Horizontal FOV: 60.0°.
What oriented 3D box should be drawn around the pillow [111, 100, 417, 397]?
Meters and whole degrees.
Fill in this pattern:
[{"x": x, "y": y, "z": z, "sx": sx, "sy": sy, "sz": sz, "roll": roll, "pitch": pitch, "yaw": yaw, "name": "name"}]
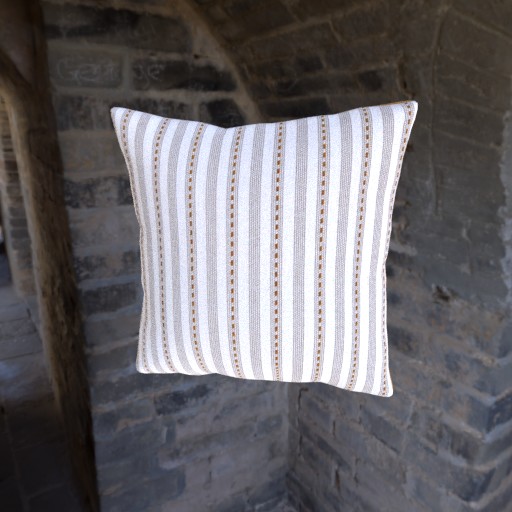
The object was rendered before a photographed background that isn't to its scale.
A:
[{"x": 0.000, "y": 0.000, "z": 0.664, "sx": 0.432, "sy": 0.437, "sz": 0.147, "roll": 2, "pitch": 16, "yaw": 9, "name": "pillow"}]
